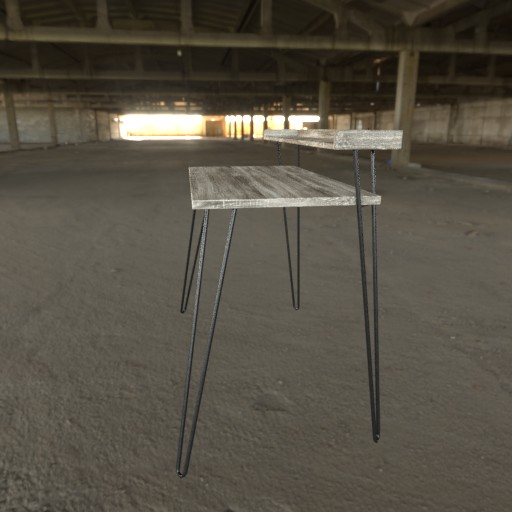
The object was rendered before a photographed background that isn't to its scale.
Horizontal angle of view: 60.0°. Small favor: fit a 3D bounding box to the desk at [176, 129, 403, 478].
[{"bbox_3d":[0.000,0.000,1.639,0.605,0.899,1.135,-2,16,-8],"label":"desk"}]
